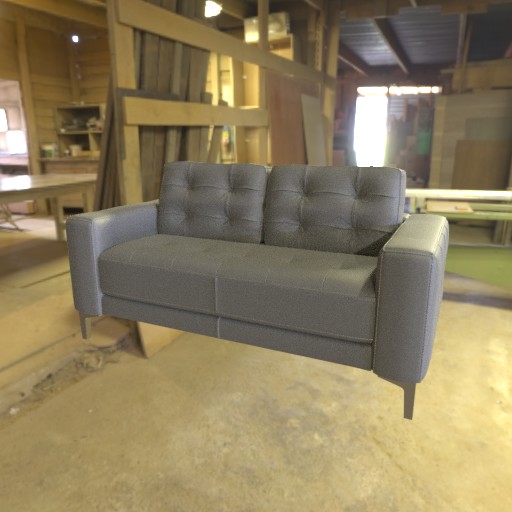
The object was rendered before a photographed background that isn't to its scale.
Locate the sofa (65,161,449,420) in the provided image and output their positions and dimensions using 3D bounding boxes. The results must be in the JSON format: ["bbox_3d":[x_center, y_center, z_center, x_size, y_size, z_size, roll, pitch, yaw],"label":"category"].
[{"bbox_3d":[0.000,0.000,2.206,1.726,0.893,0.833,7,16,24],"label":"sofa"}]
